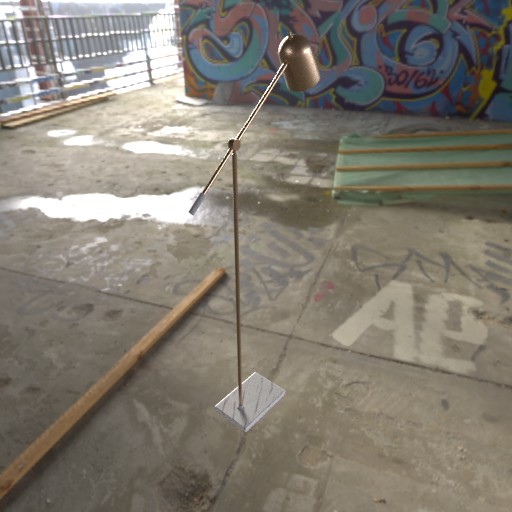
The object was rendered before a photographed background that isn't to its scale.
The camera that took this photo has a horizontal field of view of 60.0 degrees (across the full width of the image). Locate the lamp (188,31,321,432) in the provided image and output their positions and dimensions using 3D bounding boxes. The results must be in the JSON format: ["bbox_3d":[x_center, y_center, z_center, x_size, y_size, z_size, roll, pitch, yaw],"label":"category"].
[{"bbox_3d":[0.000,0.000,1.773,0.194,1.594,0.653,23,37,34],"label":"lamp"}]
